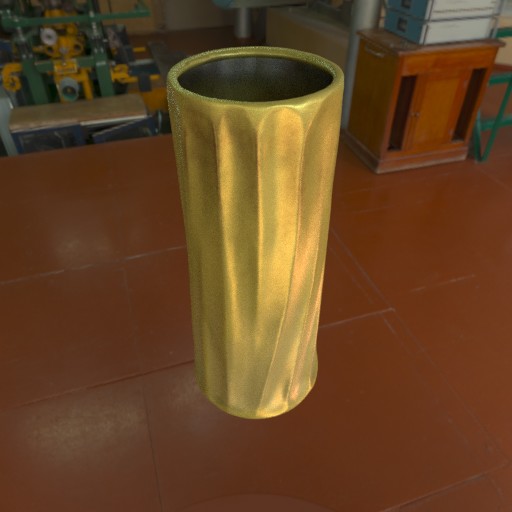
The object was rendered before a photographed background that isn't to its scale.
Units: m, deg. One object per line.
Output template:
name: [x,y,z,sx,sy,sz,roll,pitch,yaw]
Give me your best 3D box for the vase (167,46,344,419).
vase: [0.000,0.000,0.176,0.061,0.143,0.061,0,40,0]
